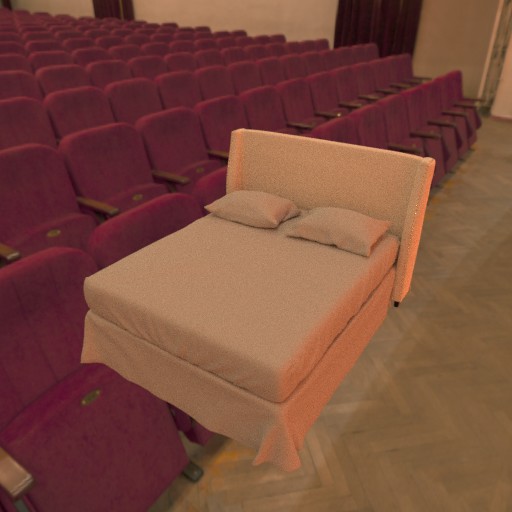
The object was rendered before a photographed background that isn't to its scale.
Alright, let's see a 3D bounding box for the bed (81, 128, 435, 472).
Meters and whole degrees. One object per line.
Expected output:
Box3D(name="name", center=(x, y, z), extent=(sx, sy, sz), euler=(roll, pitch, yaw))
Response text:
Box3D(name="bed", center=(0.000, 0.000, 3.432), extent=(1.925, 1.332, 2.276), euler=(18, 33, 29))
